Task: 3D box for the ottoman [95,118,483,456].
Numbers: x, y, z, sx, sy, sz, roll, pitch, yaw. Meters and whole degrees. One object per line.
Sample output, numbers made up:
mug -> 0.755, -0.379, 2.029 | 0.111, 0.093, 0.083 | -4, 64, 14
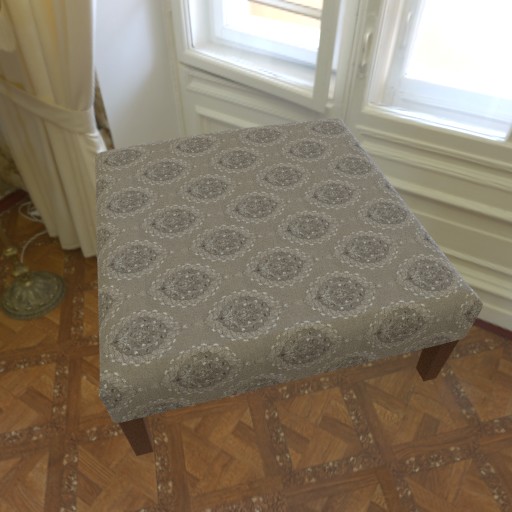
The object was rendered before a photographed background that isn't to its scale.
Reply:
ottoman -> 0.000, 0.000, 1.373 | 0.890, 0.411, 0.889 | -11, 48, -10
